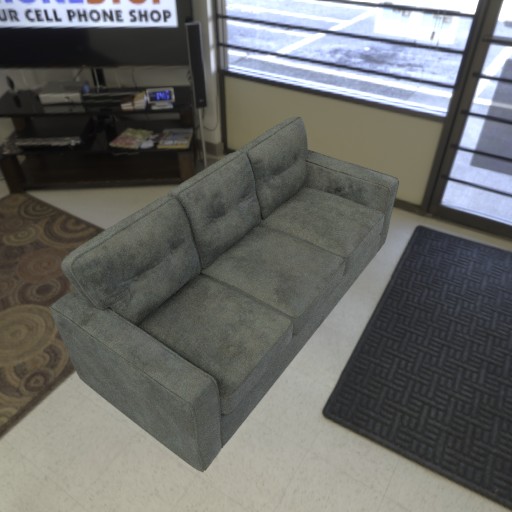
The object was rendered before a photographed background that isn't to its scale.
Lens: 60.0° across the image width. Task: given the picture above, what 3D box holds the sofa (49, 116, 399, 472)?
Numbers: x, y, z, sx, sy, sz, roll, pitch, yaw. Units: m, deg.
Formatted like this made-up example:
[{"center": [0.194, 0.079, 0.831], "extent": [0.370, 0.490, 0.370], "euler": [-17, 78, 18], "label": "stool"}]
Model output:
[{"center": [0.000, 0.000, 2.658], "extent": [0.939, 0.965, 2.133], "euler": [25, 46, 26], "label": "sofa"}]
